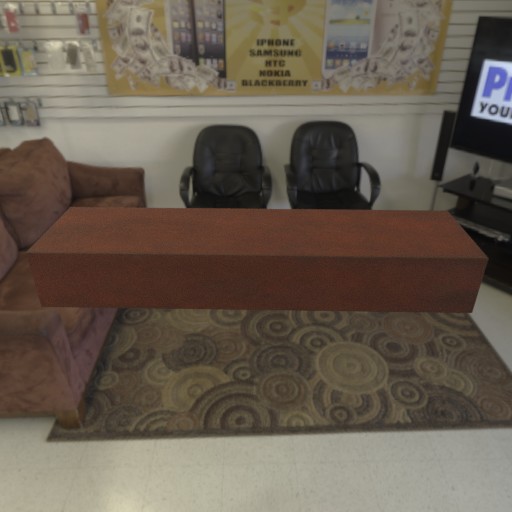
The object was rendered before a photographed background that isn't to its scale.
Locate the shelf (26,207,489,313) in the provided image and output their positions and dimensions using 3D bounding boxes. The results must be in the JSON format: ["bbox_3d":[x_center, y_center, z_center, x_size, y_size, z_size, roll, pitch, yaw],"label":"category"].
[{"bbox_3d":[0.000,0.000,0.668,0.607,0.088,0.152,1,30,1],"label":"shelf"}]
